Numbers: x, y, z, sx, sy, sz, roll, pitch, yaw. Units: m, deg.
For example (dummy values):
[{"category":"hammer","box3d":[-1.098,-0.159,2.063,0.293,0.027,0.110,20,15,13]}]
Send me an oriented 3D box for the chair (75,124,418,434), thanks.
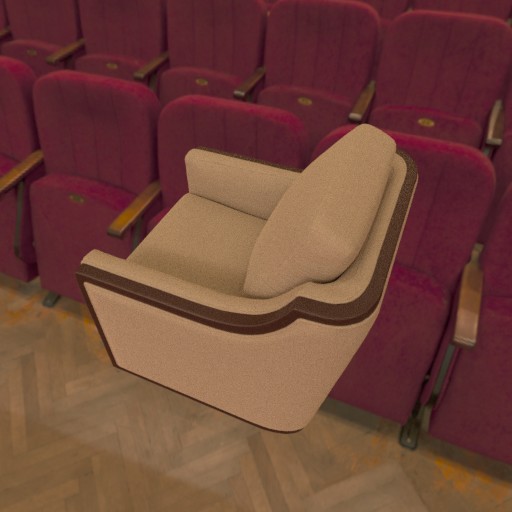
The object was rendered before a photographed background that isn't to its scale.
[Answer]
[{"category":"chair","box3d":[0.000,0.000,1.654,0.950,0.930,0.870,17,48,16]}]
